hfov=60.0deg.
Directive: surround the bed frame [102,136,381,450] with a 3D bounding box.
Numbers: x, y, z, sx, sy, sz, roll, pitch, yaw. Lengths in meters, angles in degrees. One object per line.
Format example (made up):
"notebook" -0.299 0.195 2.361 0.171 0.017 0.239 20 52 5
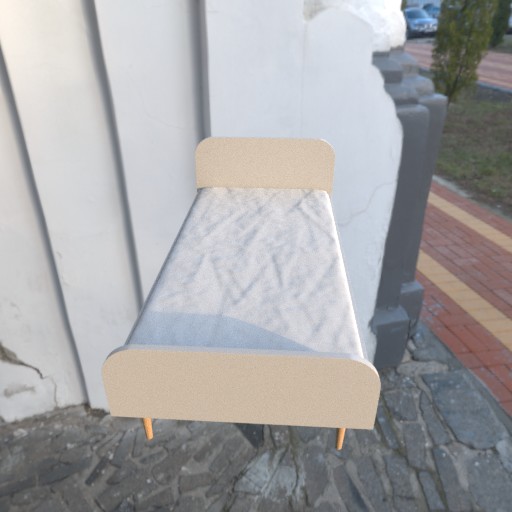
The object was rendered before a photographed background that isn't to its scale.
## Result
"bed frame" 0.000 0.000 2.449 0.998 0.805 1.963 2 30 3
